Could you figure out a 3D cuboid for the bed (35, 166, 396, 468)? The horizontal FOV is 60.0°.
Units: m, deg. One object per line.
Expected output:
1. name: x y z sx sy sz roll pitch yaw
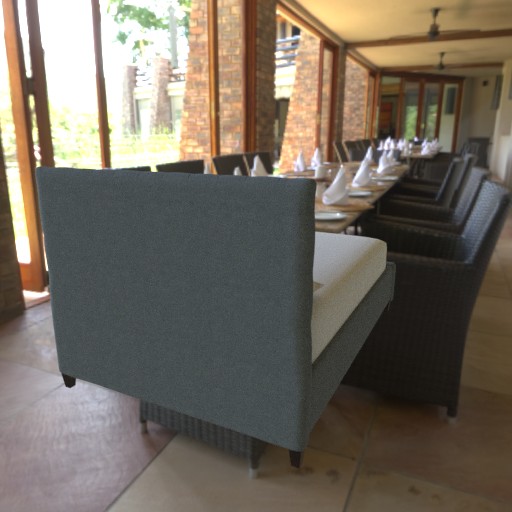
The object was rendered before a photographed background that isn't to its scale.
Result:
1. bed: 0.000 0.000 3.329 1.698 1.411 2.335 8 17 26
